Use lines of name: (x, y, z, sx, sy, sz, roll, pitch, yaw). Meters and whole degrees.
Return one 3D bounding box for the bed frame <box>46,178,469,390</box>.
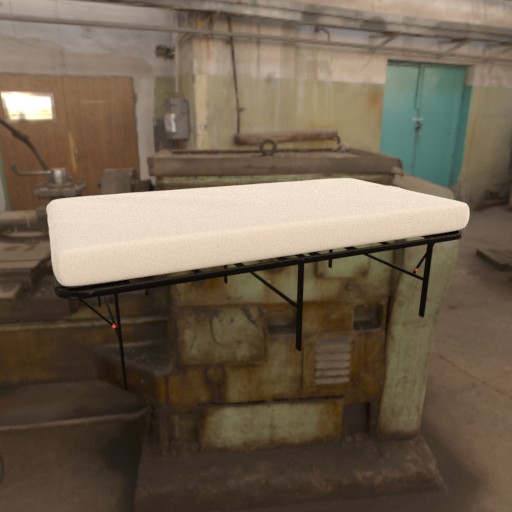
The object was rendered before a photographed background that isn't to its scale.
bed frame: (0.000, 0.000, 2.290, 1.903, 0.619, 0.989, -8, 20, -24)
